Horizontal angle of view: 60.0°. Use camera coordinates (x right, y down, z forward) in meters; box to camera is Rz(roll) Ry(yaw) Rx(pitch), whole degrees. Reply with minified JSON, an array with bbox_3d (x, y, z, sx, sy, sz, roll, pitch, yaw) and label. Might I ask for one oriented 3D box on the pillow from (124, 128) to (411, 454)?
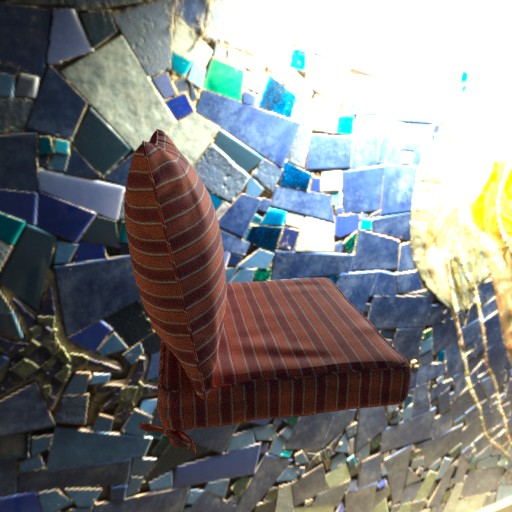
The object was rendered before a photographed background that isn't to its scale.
[{"bbox_3d":[0.000,0.000,1.340,0.733,0.723,0.799,-3,18,-9],"label":"pillow"}]
